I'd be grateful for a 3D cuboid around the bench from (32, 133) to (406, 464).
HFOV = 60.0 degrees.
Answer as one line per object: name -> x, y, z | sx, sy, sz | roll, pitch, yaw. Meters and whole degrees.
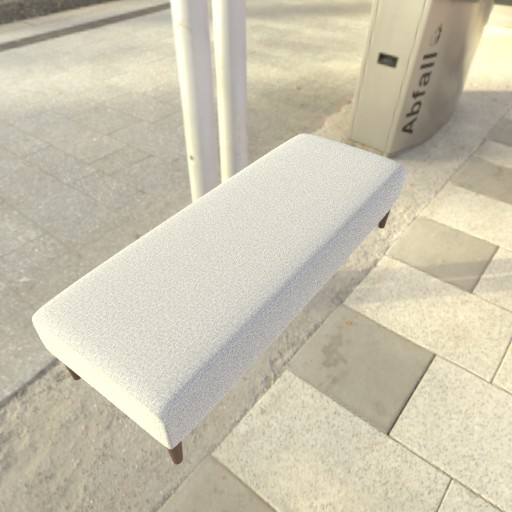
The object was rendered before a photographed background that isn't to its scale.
bench -> 0.000, 0.000, 1.834 | 0.631, 0.383, 1.598 | 26, 47, 27
